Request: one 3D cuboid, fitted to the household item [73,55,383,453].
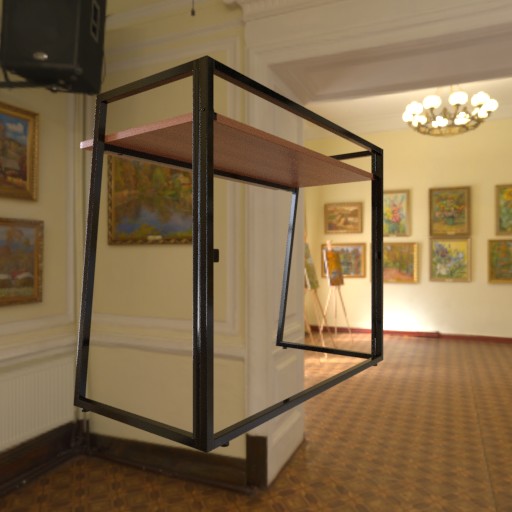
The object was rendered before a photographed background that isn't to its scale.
[{"bbox_3d":[0.000,0.000,1.518,0.510,0.860,1.050,0,0,36],"label":"household item"}]
